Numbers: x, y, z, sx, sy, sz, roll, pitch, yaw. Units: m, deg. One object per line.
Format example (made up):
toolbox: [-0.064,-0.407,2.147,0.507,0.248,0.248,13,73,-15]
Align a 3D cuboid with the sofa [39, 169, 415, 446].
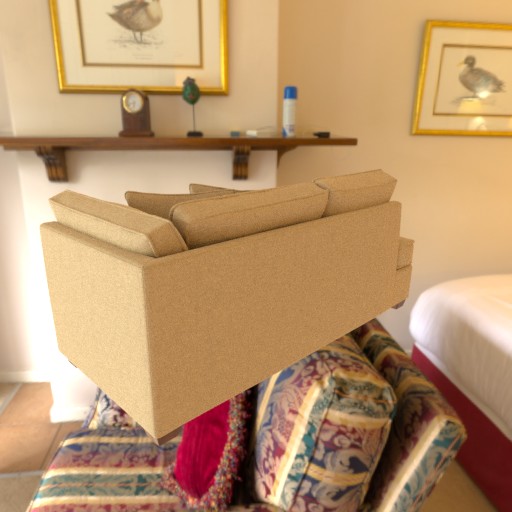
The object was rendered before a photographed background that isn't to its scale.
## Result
sofa: [0.000,0.000,2.830,2.237,1.033,1.110,-16,23,-42]
